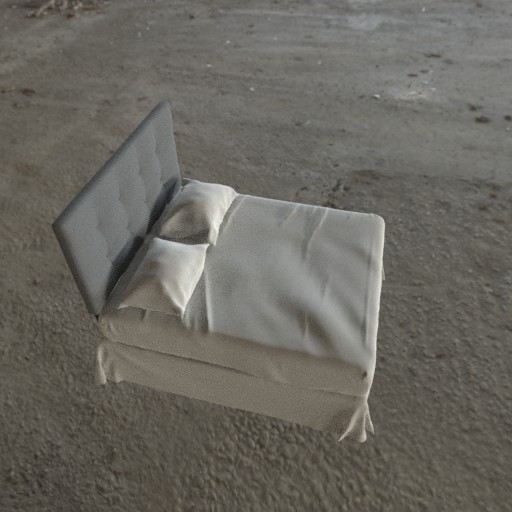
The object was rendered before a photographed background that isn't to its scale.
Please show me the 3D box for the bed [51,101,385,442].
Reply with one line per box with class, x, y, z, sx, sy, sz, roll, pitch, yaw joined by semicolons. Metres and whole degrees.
bed;0.000;0.000;3.488;2.222;1.577;1.936;10;46;10
